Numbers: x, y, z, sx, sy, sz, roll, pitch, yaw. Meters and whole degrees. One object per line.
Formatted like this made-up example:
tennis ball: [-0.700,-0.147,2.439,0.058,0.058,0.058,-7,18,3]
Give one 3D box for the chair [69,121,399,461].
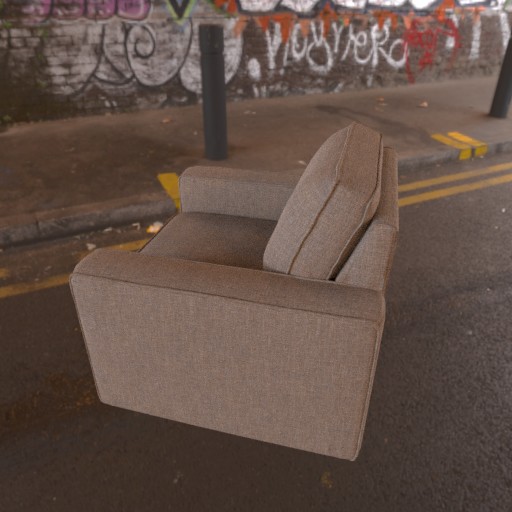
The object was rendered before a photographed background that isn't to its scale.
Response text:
chair: [0.000,0.000,1.693,0.940,0.914,1.016,8,32,13]
